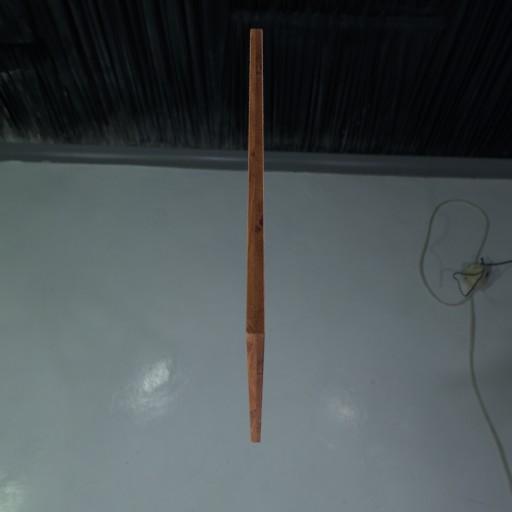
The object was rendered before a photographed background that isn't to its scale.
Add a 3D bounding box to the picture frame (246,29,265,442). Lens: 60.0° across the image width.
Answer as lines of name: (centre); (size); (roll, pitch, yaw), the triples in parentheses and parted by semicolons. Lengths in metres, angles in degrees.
picture frame: (0.000, 0.000, 1.215); (0.029, 0.817, 0.810); (0, 57, 0)
